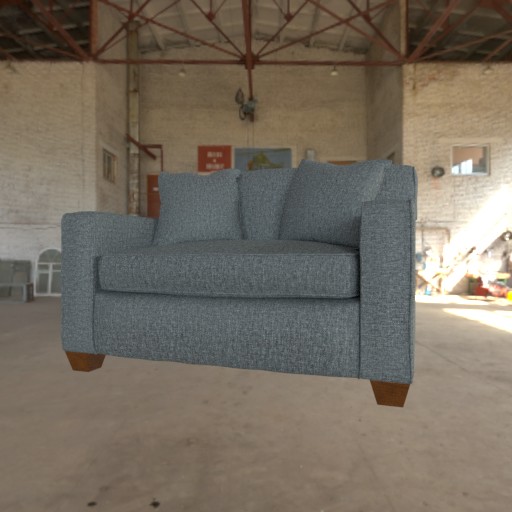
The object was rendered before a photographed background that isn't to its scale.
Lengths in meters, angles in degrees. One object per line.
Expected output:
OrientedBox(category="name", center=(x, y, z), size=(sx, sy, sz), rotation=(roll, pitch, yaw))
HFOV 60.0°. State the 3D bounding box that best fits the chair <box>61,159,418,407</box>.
OrientedBox(category="chair", center=(0.000, 0.000, 2.013), size=(1.383, 0.948, 1.000), rotation=(0, 0, 20))
